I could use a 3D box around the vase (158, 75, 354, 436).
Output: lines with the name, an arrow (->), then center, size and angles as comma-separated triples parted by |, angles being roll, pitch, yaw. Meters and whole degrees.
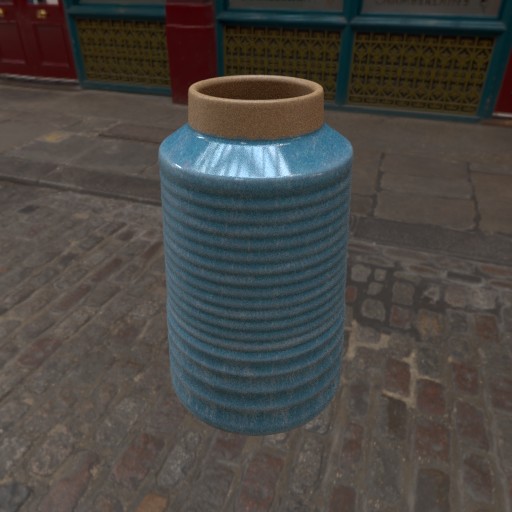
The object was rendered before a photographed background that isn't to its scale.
vase -> 0.000, 0.000, 0.367 | 0.163, 0.267, 0.163 | 0, 31, 0
